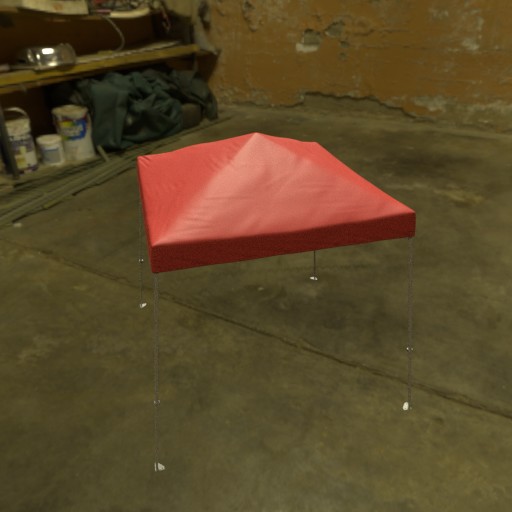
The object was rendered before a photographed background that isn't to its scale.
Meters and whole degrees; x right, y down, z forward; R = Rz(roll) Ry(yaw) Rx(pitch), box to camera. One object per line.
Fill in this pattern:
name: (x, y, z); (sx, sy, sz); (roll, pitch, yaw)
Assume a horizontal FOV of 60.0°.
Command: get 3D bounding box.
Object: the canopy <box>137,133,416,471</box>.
canopy: (0.000, 0.000, 5.147); (2.848, 2.849, 2.849); (-8, 31, -14)
